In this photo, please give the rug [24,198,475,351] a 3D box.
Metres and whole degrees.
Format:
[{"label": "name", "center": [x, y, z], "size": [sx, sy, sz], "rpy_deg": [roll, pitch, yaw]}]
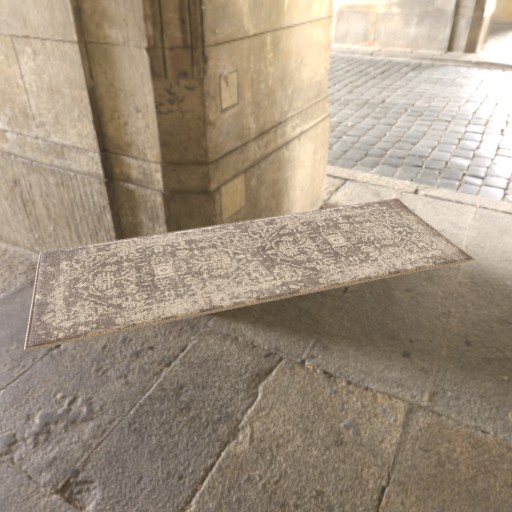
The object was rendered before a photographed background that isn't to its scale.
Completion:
[{"label": "rug", "center": [0.000, 0.000, 2.628], "size": [2.452, 0.017, 0.855], "rpy_deg": [-10, 35, -14]}]
